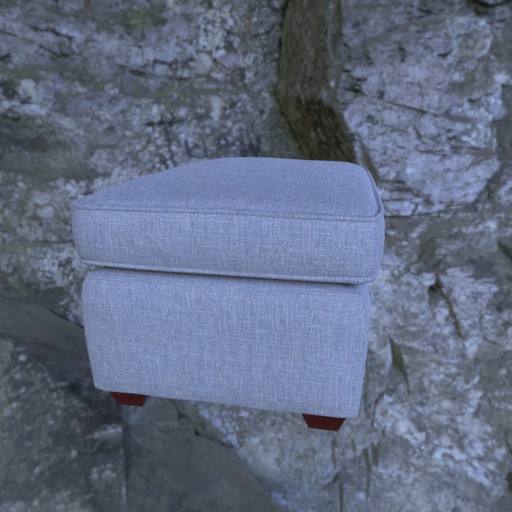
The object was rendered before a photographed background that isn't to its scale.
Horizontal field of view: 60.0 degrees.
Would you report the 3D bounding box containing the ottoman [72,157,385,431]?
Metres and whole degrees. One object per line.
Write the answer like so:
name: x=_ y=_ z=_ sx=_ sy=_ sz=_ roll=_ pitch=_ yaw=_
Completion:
ottoman: x=0.000 y=0.000 z=1.118 sx=0.559 sy=0.457 sz=0.762 roll=3 pitch=17 yaw=10
